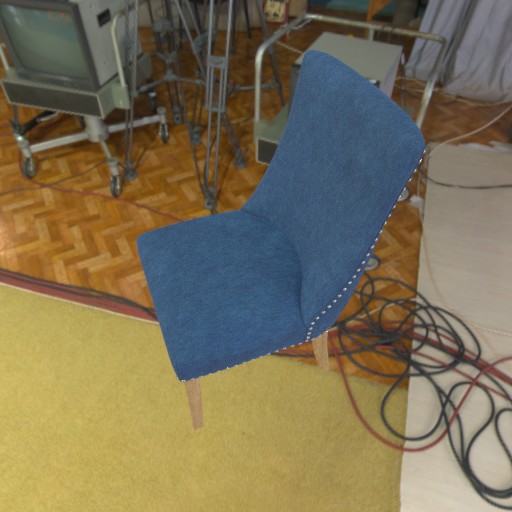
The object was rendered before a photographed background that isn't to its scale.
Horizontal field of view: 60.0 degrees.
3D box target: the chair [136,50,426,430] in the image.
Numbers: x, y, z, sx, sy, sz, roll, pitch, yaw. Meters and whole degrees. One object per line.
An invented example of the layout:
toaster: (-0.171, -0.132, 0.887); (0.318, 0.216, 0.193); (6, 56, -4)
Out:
chair: (0.000, 0.000, 1.245); (0.610, 0.902, 0.495); (-16, 49, -15)
